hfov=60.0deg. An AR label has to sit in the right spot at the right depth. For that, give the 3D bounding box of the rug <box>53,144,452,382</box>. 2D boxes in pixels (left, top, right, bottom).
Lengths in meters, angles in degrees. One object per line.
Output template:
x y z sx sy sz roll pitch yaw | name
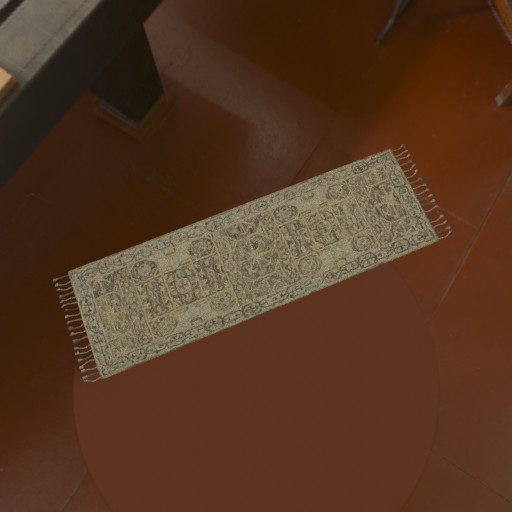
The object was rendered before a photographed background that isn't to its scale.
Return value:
0.000 0.000 3.034 2.664 0.011 0.762 -22 76 -6 | rug
